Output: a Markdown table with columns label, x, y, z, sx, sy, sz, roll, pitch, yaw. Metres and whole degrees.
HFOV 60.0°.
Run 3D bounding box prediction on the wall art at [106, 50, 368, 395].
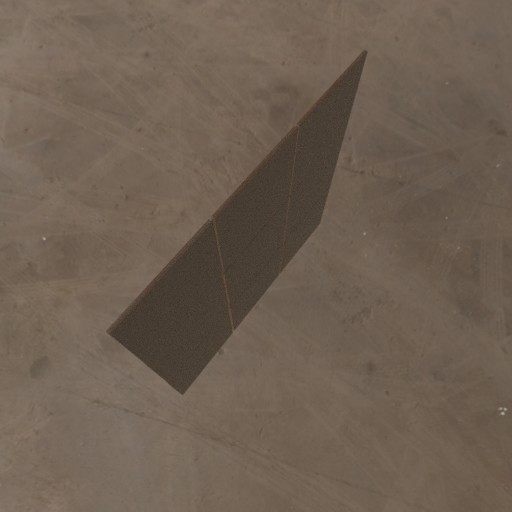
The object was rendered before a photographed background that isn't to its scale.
| label | x | y | z | sx | sy | sz | roll | pitch | yaw |
| --- | --- | --- | --- | --- | --- | --- | --- | --- | --- |
| wall art | 0.000 | 0.000 | 1.845 | 0.013 | 1.216 | 1.216 | 35 | 70 | 14 |
